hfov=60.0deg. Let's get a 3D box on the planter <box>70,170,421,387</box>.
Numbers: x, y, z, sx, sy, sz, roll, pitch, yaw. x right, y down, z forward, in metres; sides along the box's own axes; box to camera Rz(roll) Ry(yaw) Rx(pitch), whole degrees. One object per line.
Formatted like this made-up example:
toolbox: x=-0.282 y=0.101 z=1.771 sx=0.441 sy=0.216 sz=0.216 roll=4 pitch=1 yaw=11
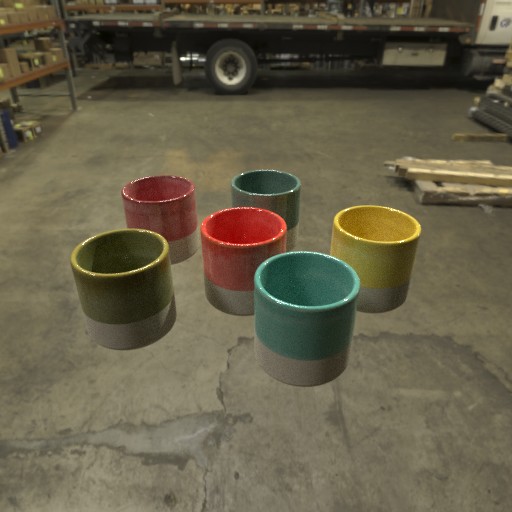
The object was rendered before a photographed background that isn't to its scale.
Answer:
planter: x=0.000 y=0.000 z=0.412 sx=0.286 sy=0.075 sz=0.257 roll=0 pitch=31 yaw=0
